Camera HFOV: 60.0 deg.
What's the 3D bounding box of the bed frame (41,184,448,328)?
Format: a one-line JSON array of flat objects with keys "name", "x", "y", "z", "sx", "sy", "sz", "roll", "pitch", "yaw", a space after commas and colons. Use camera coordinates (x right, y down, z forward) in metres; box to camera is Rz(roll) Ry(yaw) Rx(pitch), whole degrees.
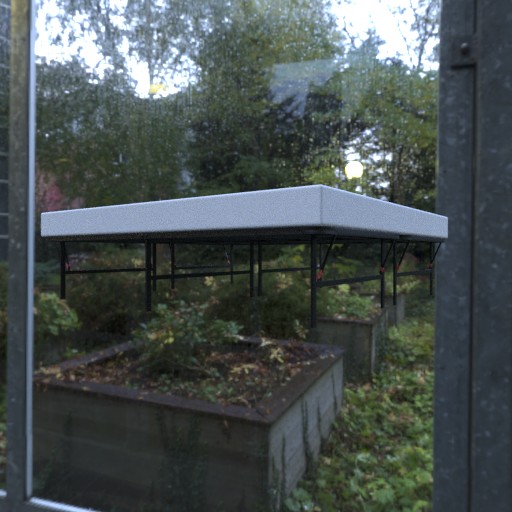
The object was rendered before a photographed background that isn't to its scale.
[{"name": "bed frame", "x": 0.000, "y": 0.000, "z": 3.038, "sx": 2.032, "sy": 0.559, "sz": 1.930, "roll": 0, "pitch": 1, "yaw": 36}]
